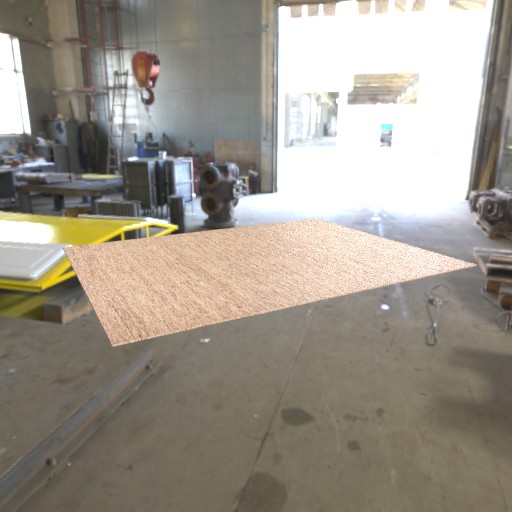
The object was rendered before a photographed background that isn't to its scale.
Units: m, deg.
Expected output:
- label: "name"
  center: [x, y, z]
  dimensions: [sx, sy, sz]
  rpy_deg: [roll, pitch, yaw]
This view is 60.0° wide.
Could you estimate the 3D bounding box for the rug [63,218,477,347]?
- label: "rug"
  center: [0.000, 0.000, 4.281]
  dimensions: [3.205, 0.013, 2.448]
  rpy_deg: [-9, 18, -28]
